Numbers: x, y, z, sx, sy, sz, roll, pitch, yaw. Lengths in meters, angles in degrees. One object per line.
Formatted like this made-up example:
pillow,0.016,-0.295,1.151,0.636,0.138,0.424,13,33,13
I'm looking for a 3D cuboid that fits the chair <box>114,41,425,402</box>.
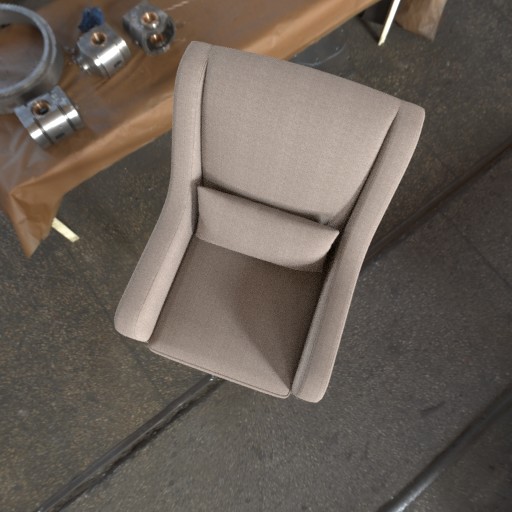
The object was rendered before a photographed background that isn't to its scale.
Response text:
chair,0.000,0.000,1.610,0.715,1.017,0.890,18,76,5
